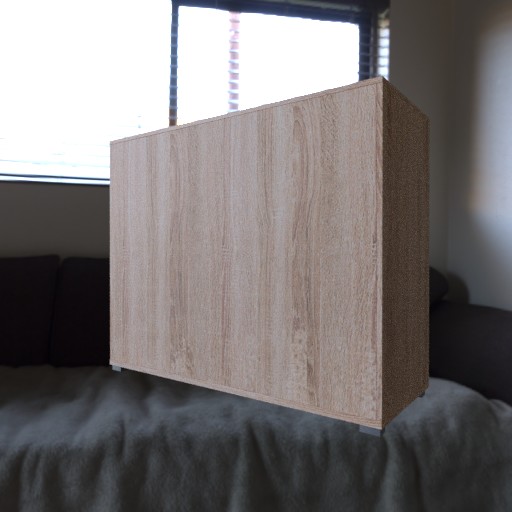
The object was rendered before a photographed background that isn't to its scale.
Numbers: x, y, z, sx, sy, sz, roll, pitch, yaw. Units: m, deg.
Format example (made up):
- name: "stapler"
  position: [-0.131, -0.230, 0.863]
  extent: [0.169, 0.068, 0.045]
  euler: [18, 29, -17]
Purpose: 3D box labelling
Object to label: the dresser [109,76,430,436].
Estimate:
- name: "dresser"
  position: [0.000, 0.000, 1.605]
  extent: [1.100, 0.900, 0.450]
  euler: [0, 1, 36]
